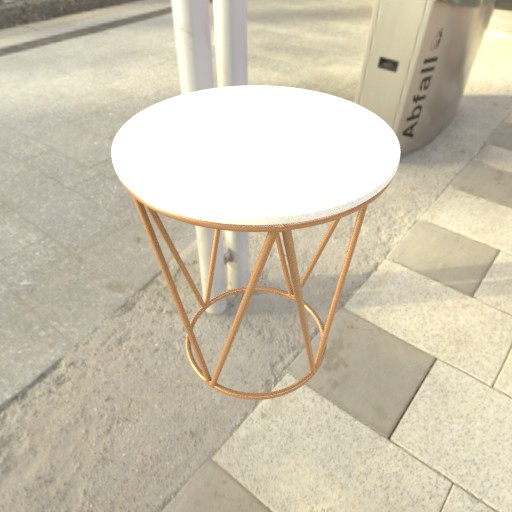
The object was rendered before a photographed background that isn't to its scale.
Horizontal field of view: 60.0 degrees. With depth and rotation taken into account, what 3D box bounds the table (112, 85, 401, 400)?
[{"bbox_3d":[0.000,0.000,0.971,0.500,0.564,0.500,0,41,0],"label":"table"}]
